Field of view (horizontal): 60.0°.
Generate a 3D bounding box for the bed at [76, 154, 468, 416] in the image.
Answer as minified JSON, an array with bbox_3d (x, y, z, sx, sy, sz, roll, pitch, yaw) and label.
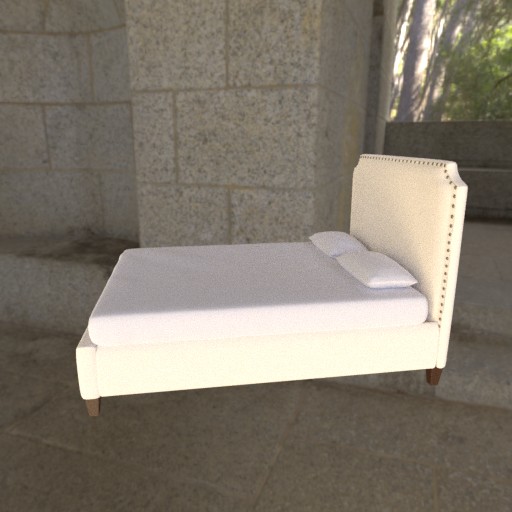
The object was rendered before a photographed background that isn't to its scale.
[{"bbox_3d":[0.000,0.000,3.443,2.372,1.497,1.712,-2,15,-9],"label":"bed"}]
